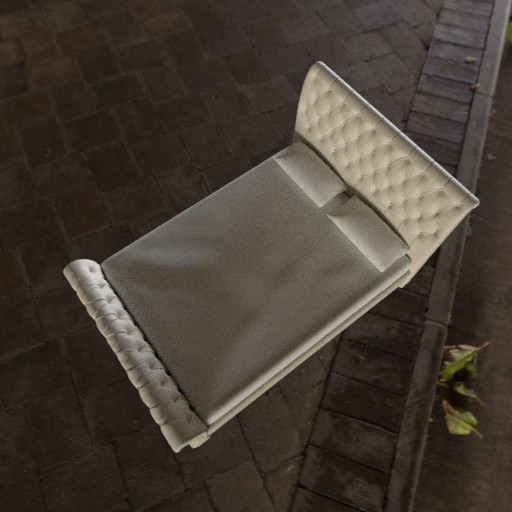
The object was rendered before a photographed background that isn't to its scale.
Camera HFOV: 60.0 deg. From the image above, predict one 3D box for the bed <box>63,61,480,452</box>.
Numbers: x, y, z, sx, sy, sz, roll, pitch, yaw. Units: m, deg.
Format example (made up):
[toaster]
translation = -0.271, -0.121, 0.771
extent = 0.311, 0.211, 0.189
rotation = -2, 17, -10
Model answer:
[bed]
translation = 0.000, 0.000, 3.399
extent = 2.493, 1.268, 1.606
rotation = -34, 69, -15
